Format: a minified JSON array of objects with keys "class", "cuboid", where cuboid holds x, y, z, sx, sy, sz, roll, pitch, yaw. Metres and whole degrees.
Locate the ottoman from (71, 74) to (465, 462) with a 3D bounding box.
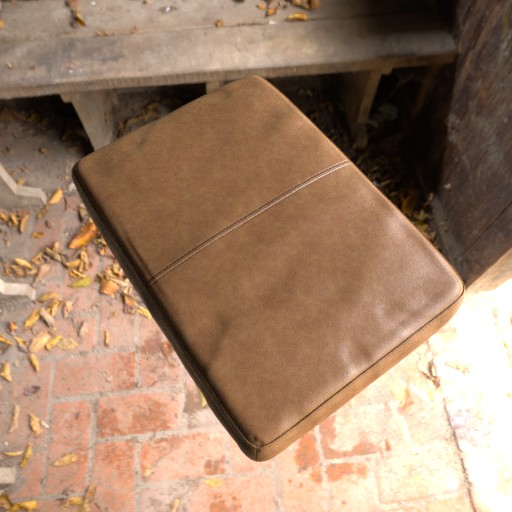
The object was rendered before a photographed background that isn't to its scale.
[{"class":"ottoman","cuboid":[0.000,0.000,1.201,0.630,0.461,0.869,-32,68,-15]}]
